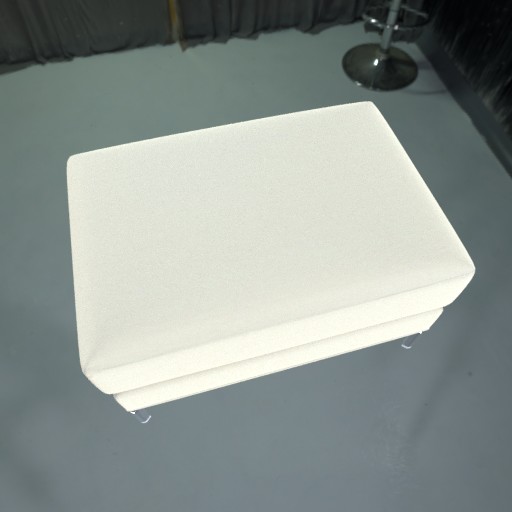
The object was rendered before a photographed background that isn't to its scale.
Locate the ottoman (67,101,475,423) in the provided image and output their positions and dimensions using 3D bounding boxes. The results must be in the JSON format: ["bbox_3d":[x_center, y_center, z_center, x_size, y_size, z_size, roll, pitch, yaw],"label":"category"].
[{"bbox_3d":[0.000,0.000,1.184,0.835,0.497,0.581,-13,59,-8],"label":"ottoman"}]
